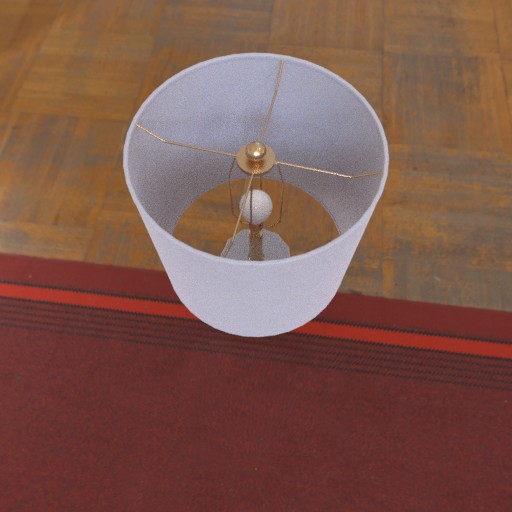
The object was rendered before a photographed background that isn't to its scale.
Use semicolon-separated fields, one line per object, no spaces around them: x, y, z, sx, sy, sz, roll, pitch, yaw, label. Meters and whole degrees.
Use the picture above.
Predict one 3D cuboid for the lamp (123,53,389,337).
0.000;0.000;0.706;0.277;0.537;0.277;-35;69;-15;lamp
